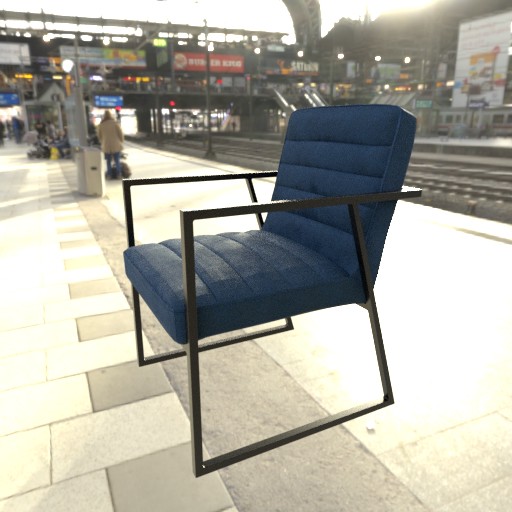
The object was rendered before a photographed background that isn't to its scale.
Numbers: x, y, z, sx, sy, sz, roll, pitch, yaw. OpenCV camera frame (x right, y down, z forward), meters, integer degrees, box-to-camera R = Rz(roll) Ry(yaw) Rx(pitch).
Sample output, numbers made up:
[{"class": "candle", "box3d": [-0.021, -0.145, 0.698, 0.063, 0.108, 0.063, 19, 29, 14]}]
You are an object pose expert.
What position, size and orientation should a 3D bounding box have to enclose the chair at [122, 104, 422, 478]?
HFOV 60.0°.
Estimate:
[{"class": "chair", "box3d": [0.000, 0.000, 1.277, 0.677, 0.833, 0.571, -8, 19, -26]}]
